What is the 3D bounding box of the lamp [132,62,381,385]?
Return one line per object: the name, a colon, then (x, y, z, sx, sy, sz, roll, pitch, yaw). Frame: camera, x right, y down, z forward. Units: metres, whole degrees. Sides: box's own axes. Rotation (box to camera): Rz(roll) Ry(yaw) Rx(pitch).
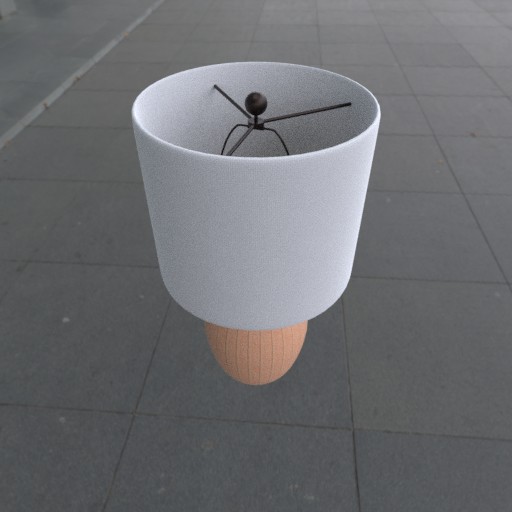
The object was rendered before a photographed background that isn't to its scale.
lamp: (0.000, 0.000, 0.772, 0.329, 0.570, 0.329, 0, 41, 0)
